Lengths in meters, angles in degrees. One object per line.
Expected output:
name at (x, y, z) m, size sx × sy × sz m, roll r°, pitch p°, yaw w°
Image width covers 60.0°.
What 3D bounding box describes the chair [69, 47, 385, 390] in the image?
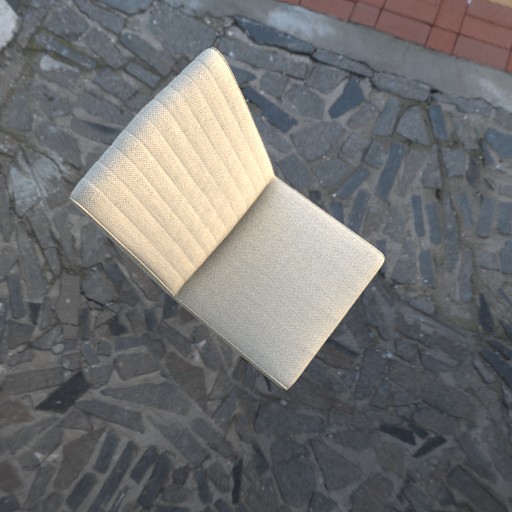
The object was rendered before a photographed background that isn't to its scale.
chair at (0.000, 0.000, 1.246) m, size 0.594 × 0.900 × 0.480 m, roll 38°, pitch 80°, yaw 8°
